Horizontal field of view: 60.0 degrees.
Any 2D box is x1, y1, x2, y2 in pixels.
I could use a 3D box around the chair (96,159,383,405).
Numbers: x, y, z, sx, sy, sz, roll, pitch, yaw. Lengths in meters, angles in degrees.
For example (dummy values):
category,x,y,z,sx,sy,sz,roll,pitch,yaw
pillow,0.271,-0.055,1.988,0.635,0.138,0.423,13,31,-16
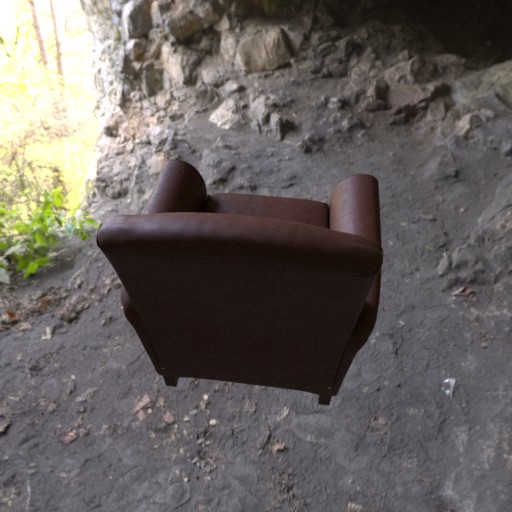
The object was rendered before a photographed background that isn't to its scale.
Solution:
category,x,y,z,sx,sy,sz,roll,pitch,yaw
chair,0.000,0.000,1.749,0.978,1.061,0.902,5,47,5
